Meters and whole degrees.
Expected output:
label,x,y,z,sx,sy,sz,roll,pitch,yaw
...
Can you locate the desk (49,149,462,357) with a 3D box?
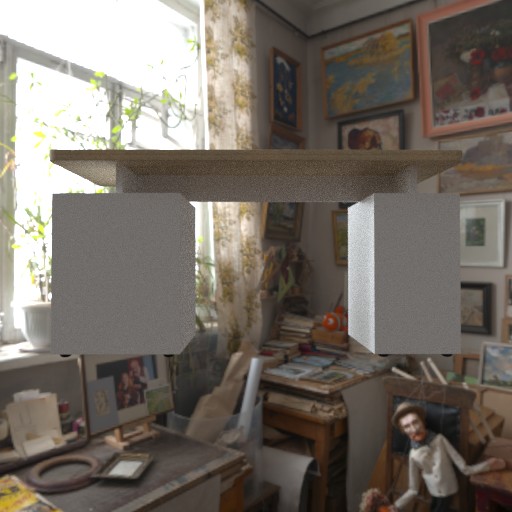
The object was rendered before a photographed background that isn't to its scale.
label,x,y,z,sx,sy,sz,roll,pitch,yaw
desk,0.000,0.000,1.857,1.500,0.755,0.550,0,-1,0
